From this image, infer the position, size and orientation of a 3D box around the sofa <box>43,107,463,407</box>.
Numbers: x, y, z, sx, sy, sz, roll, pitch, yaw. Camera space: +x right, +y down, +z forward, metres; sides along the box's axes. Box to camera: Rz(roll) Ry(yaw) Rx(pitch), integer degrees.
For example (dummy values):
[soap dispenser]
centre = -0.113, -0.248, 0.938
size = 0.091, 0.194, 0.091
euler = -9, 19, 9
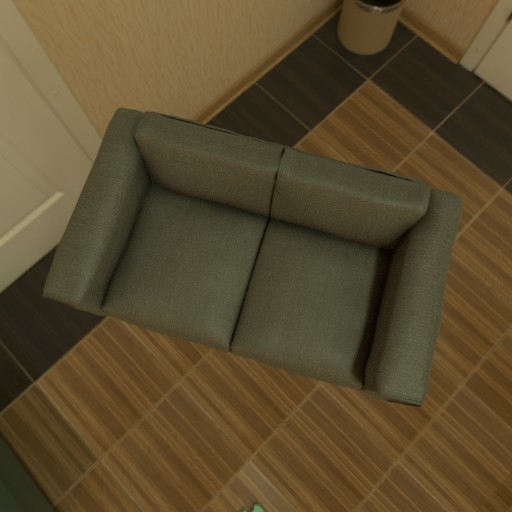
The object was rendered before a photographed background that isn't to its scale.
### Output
[sofa]
centre = 0.000, 0.000, 2.146
size = 1.690, 0.656, 0.960
euler = 16, 75, 4
